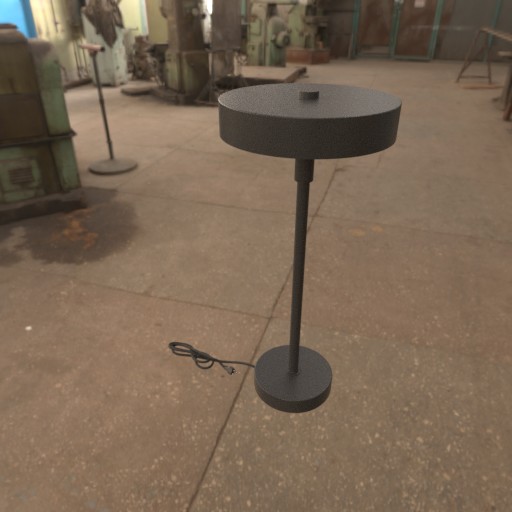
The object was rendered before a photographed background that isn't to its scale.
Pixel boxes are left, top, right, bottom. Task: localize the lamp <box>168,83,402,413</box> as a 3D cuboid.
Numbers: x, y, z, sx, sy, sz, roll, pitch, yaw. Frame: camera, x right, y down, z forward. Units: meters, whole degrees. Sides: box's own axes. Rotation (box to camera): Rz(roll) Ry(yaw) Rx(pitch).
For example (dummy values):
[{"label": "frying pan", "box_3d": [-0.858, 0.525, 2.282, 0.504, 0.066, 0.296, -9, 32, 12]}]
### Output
[{"label": "lamp", "box_3d": [0.000, 0.000, 0.705, 0.369, 0.508, 0.229, 10, 31, 17]}]
